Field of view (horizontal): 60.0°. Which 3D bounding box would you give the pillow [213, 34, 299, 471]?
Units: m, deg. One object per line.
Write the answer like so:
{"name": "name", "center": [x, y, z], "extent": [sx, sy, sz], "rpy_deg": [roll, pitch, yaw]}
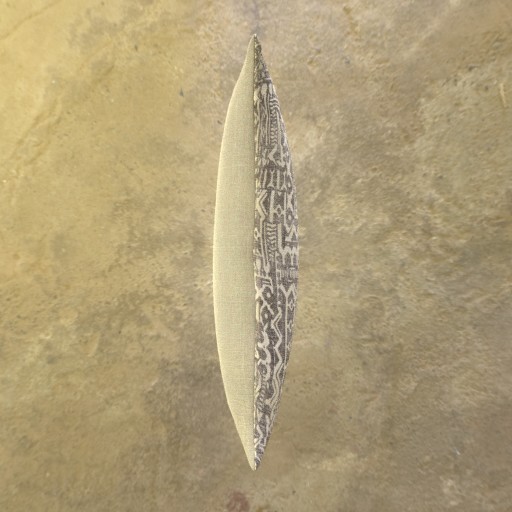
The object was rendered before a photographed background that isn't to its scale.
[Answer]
{"name": "pillow", "center": [0.000, 0.000, 0.757], "extent": [0.148, 0.290, 0.631], "rpy_deg": [0, 90, 0]}
